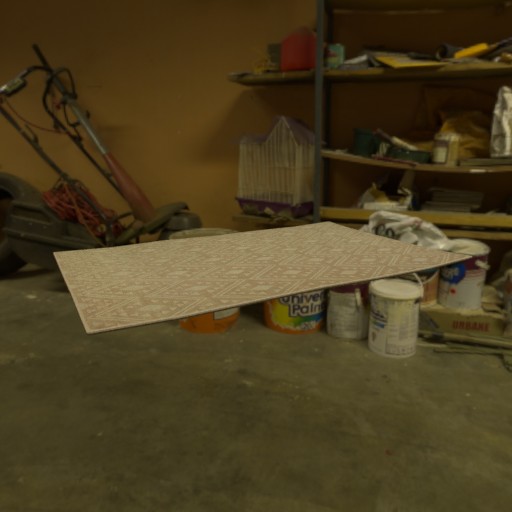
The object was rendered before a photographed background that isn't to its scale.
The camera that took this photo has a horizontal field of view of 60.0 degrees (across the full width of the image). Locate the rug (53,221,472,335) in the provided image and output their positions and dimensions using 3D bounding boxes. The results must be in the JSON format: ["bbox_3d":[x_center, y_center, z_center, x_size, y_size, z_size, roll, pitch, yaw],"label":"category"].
[{"bbox_3d":[0.000,0.000,3.039,2.430,0.053,1.553,-8,16,-28],"label":"rug"}]
